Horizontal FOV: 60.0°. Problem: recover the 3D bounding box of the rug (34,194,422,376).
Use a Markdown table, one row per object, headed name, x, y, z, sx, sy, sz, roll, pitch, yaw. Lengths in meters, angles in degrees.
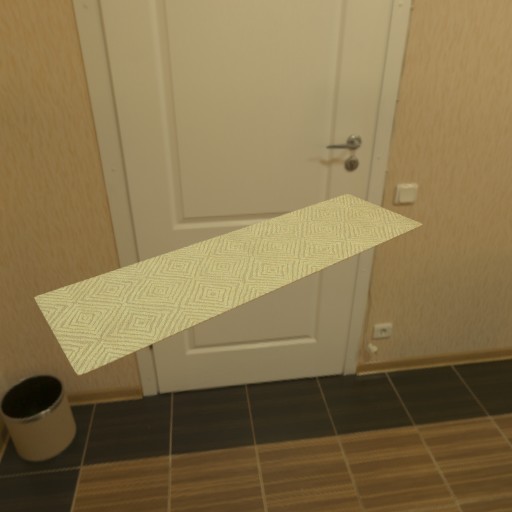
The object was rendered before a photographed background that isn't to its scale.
| name | x | y | z | sx | sy | sz | roll | pitch | yaw |
| --- | --- | --- | --- | --- | --- | --- | --- | --- | --- |
| rug | 0.000 | 0.000 | 2.579 | 2.277 | 0.008 | 0.676 | -21 | 36 | -32 |
